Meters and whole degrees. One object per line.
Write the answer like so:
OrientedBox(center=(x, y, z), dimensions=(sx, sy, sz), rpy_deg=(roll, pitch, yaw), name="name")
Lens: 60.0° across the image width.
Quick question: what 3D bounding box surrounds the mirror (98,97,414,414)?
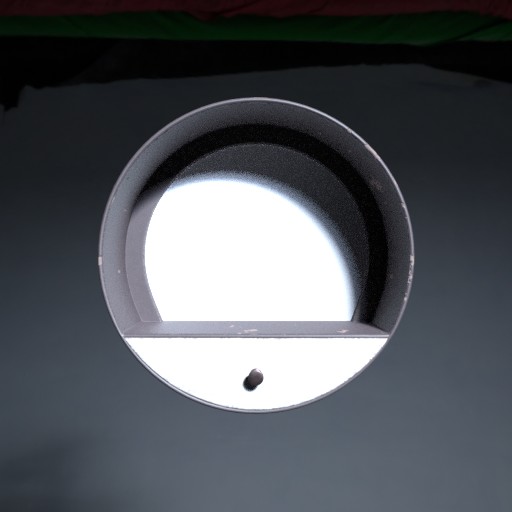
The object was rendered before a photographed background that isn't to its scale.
OrientedBox(center=(0.000, 0.000, 0.584), dimensions=(0.386, 0.386, 0.126), rpy_deg=(0, 1, 0), name="mirror")
